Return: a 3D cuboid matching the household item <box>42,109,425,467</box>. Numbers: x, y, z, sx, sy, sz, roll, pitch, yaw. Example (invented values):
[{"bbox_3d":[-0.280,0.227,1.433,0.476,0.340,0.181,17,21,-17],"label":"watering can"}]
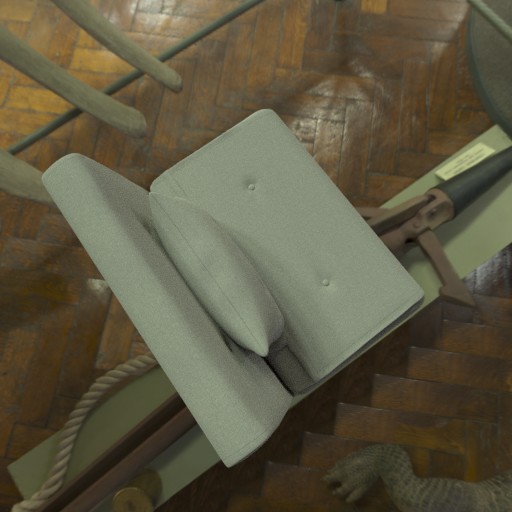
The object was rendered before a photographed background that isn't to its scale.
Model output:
[{"bbox_3d":[0.000,0.000,1.616,0.874,0.800,1.000,-35,78,-9],"label":"household item"}]
